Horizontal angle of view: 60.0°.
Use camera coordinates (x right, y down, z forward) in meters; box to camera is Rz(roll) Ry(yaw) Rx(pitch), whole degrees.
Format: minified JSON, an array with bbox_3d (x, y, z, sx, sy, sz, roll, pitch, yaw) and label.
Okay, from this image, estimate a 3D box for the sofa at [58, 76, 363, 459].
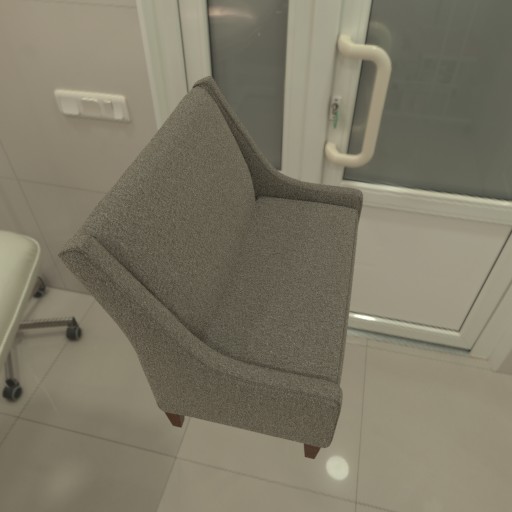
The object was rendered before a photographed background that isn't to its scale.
[{"bbox_3d":[0.000,0.000,1.913,0.862,1.026,1.242,9,45,10],"label":"sofa"}]
